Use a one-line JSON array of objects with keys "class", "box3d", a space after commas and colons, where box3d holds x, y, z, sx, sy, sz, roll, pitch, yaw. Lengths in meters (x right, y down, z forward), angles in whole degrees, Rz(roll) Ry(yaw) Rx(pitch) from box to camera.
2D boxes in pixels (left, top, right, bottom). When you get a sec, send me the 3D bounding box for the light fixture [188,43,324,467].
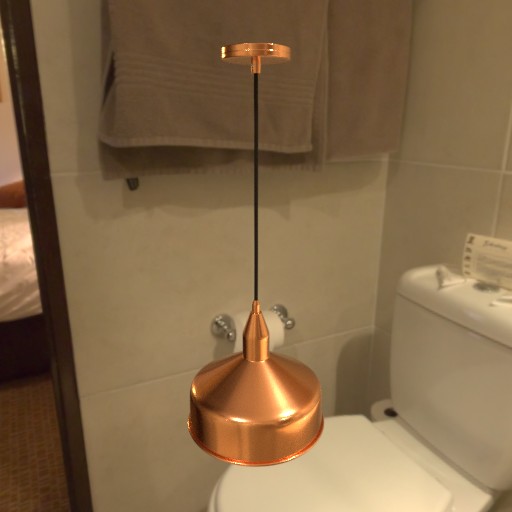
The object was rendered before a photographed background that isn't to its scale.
[{"class": "light fixture", "box3d": [0.000, 0.000, 0.881, 0.301, 0.754, 0.301, 8, 18, 25]}]
